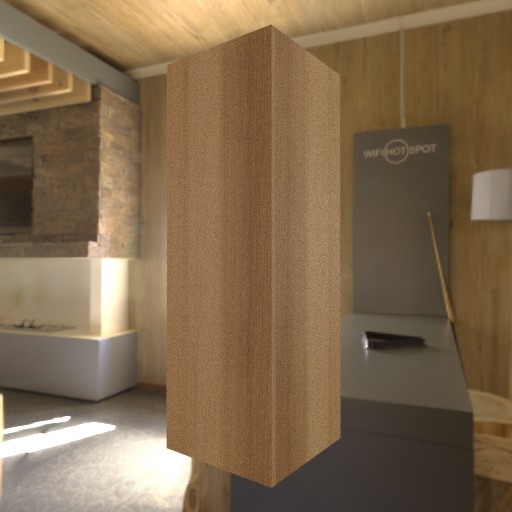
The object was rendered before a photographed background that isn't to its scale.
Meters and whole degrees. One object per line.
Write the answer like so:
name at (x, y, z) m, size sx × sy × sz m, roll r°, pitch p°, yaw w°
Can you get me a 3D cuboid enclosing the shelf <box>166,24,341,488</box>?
shelf at (0.000, 0.000, 1.036) m, size 0.290 × 0.872 × 0.290 m, roll 0°, pitch 0°, yaw 37°
